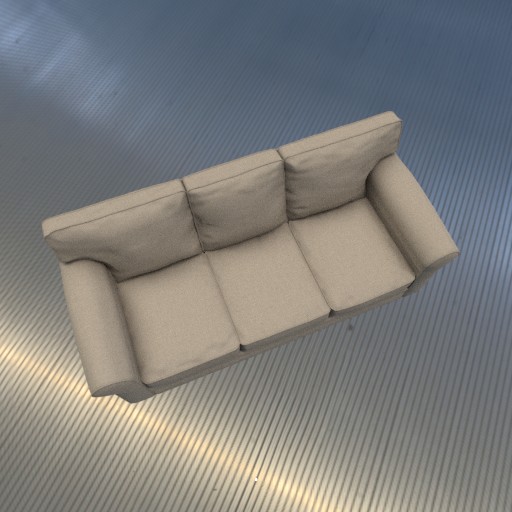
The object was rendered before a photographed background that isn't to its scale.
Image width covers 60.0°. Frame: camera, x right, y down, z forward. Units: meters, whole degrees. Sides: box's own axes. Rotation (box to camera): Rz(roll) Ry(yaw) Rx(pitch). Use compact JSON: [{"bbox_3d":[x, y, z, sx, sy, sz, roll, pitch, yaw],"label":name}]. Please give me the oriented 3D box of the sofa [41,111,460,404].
[{"bbox_3d":[0.000,0.000,2.626,2.118,0.889,0.998,-20,65,-10],"label":"sofa"}]
